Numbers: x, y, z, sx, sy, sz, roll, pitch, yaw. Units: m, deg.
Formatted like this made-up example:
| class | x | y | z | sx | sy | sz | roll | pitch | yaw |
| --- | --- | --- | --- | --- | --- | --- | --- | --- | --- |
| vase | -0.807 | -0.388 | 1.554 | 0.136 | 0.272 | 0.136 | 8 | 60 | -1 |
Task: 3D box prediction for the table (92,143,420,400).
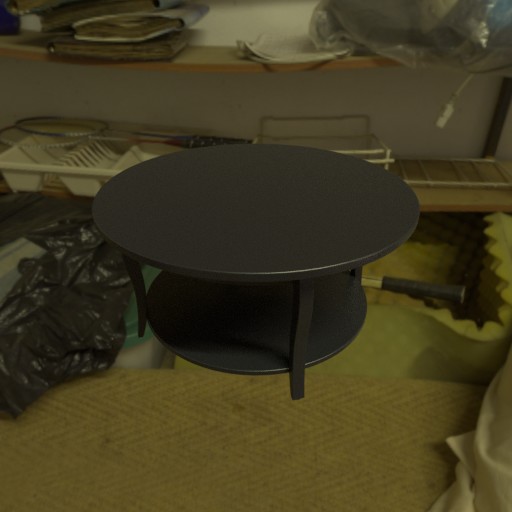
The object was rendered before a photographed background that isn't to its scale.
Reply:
| class | x | y | z | sx | sy | sz | roll | pitch | yaw |
| --- | --- | --- | --- | --- | --- | --- | --- | --- | --- |
| table | 0.000 | 0.000 | 1.411 | 0.914 | 0.457 | 0.914 | 0 | 31 | 0 |
